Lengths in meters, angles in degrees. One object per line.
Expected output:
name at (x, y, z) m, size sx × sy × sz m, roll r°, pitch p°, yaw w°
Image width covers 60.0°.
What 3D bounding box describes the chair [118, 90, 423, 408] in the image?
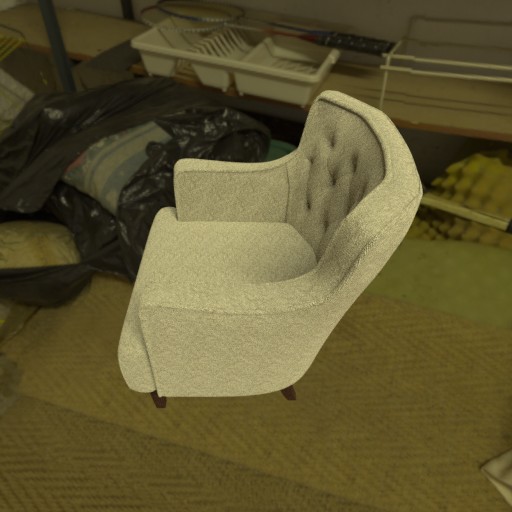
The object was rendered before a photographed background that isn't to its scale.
chair at (0.000, 0.000, 1.629) m, size 0.910 × 0.920 × 0.820 m, roll 0°, pitch 42°, yaw 0°
